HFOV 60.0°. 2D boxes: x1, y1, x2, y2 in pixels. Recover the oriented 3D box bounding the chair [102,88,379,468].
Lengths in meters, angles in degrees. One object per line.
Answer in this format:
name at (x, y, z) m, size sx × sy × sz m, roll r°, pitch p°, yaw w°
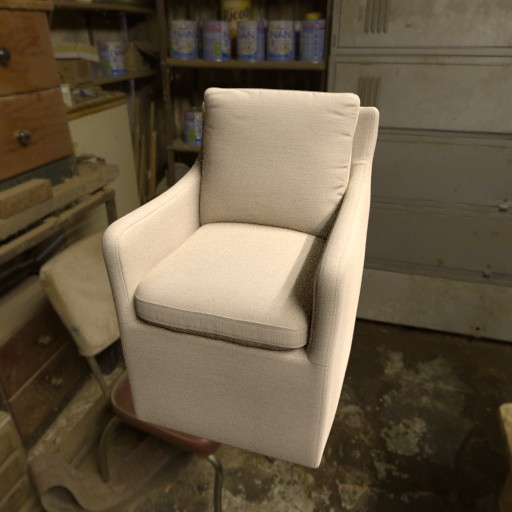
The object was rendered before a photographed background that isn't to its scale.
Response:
chair at (0.000, 0.000, 1.354) m, size 0.626 × 0.914 × 0.694 m, roll 8°, pitch 28°, yaw 16°
